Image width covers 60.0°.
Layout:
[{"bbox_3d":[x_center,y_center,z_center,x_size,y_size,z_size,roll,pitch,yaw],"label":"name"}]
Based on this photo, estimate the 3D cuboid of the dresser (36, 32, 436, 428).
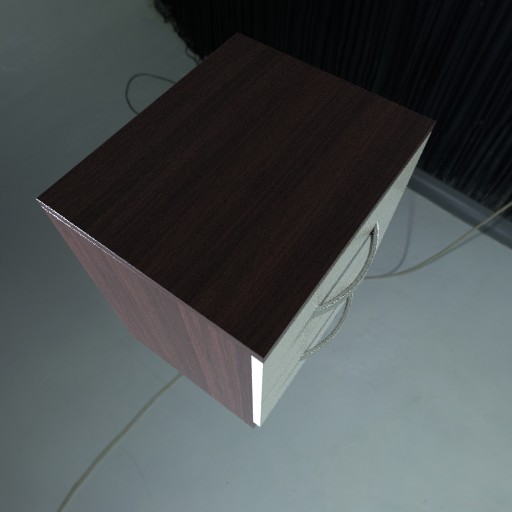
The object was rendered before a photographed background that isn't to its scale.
[{"bbox_3d":[0.000,0.000,0.761,0.360,0.470,0.400,32,65,17],"label":"dresser"}]
